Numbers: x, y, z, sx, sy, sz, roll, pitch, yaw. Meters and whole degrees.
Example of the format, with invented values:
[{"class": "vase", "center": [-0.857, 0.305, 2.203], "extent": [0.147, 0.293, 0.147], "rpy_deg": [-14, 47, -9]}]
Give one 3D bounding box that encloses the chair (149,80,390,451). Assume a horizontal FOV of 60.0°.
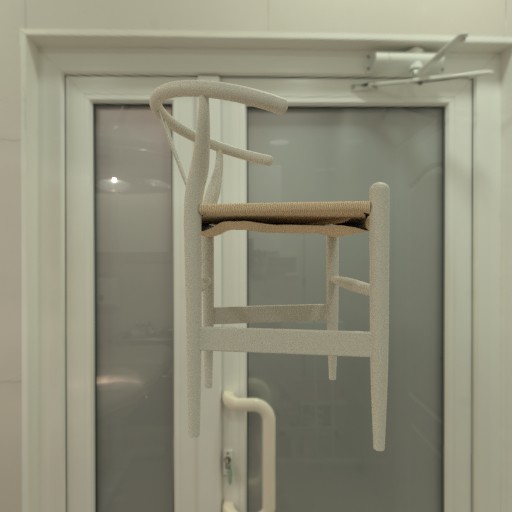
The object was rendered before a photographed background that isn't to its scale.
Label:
[{"class": "chair", "center": [0.000, 0.000, 1.076], "extent": [0.500, 0.736, 0.533], "rpy_deg": [0, 0, -1]}]
